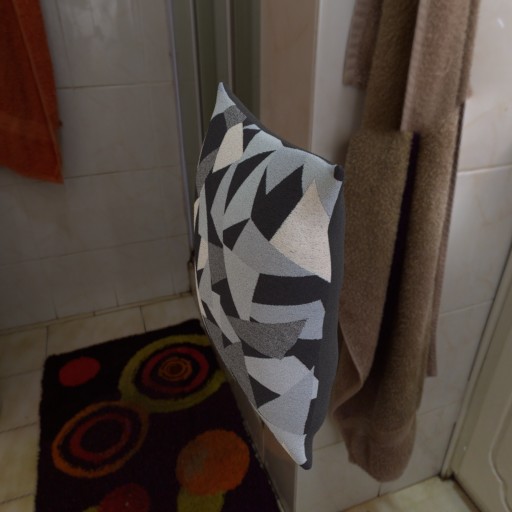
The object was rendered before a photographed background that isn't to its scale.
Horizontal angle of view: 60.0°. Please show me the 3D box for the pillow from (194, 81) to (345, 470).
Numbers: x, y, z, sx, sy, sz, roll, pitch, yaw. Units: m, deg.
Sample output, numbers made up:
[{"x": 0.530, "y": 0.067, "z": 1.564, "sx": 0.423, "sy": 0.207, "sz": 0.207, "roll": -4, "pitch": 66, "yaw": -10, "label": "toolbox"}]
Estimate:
[{"x": 0.000, "y": 0.000, "z": 0.762, "sx": 0.208, "sy": 0.496, "sz": 0.503, "roll": -9, "pitch": 32, "yaw": -15, "label": "pillow"}]
